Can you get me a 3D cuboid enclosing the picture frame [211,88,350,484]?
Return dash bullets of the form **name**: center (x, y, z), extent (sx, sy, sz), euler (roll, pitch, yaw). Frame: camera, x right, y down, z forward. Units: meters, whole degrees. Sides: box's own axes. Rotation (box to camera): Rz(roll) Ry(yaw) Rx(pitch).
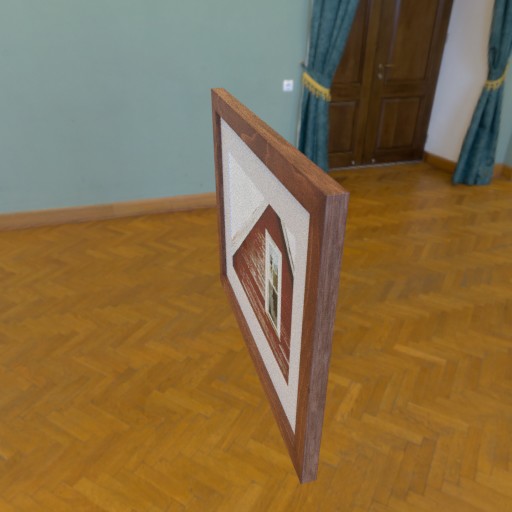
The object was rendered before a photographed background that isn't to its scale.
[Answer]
- **picture frame**: center (0.000, 0.000, 0.768), extent (0.025, 0.457, 0.559), euler (-8, 32, -14)
